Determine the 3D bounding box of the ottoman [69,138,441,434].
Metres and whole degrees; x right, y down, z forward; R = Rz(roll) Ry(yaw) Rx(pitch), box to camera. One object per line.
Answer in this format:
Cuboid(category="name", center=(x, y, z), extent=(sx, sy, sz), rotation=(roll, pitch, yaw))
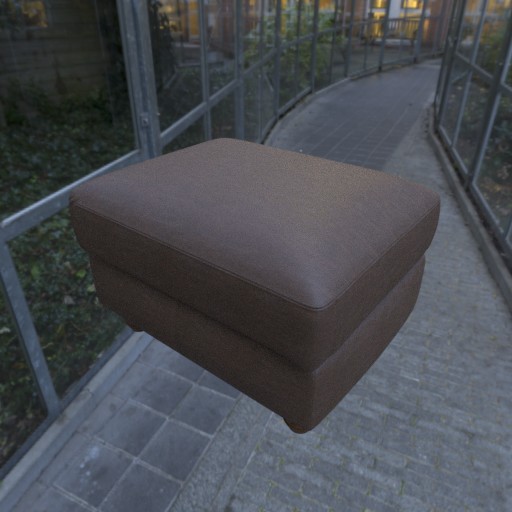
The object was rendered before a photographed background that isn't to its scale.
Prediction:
Cuboid(category="ottoman", center=(0.000, 0.000, 1.211), extent=(0.787, 0.508, 0.635), rotation=(22, 37, 32))
